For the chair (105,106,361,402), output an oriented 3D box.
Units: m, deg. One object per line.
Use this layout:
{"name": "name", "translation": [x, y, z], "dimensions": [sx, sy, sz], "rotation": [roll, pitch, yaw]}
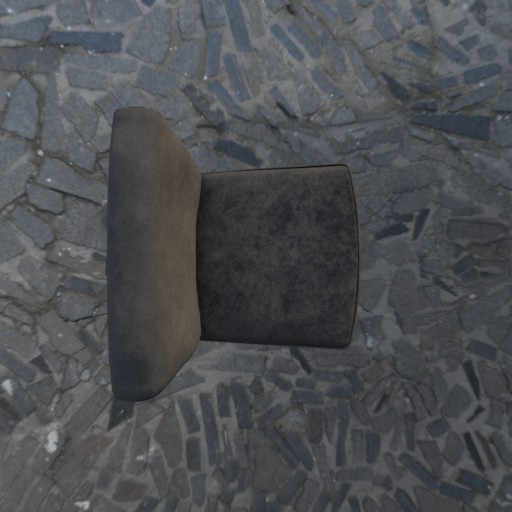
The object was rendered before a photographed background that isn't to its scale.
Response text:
{"name": "chair", "translation": [0.000, 0.000, 1.179], "dimensions": [0.554, 0.806, 0.521], "rotation": [0, 89, -1]}
